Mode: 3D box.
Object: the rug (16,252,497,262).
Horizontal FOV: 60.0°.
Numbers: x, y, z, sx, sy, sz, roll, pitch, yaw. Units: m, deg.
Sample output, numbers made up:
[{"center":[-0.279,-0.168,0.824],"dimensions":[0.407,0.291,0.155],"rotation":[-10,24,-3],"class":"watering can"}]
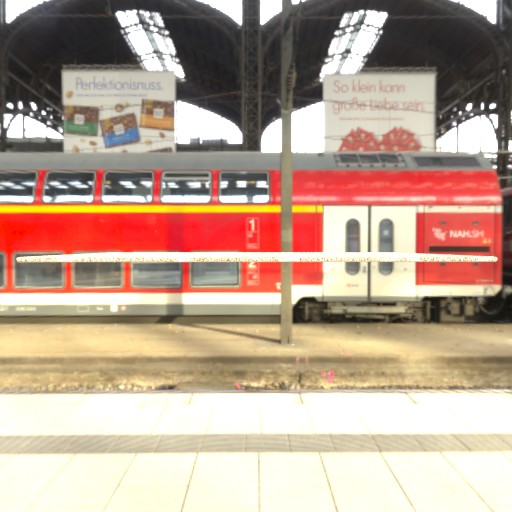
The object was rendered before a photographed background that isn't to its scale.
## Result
[{"center":[0.000,0.000,3.394],"dimensions":[2.743,0.030,1.778],"rotation":[0,1,-2],"class":"rug"}]
